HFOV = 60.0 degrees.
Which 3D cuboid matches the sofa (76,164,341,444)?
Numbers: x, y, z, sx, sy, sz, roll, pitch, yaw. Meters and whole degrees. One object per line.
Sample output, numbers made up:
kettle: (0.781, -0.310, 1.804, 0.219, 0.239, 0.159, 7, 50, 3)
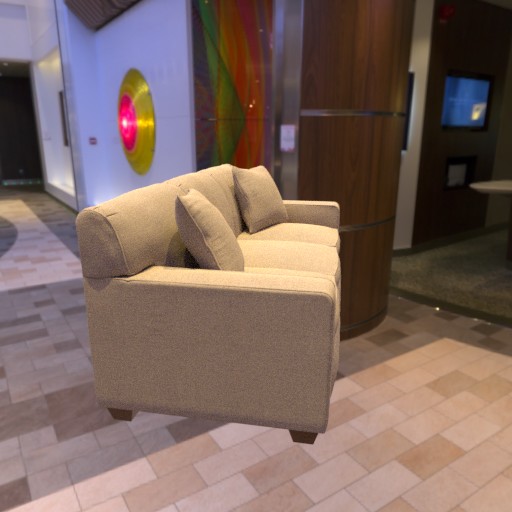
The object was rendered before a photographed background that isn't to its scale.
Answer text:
sofa: (0.000, 0.000, 2.587, 0.997, 0.958, 2.024, 3, 16, 10)
